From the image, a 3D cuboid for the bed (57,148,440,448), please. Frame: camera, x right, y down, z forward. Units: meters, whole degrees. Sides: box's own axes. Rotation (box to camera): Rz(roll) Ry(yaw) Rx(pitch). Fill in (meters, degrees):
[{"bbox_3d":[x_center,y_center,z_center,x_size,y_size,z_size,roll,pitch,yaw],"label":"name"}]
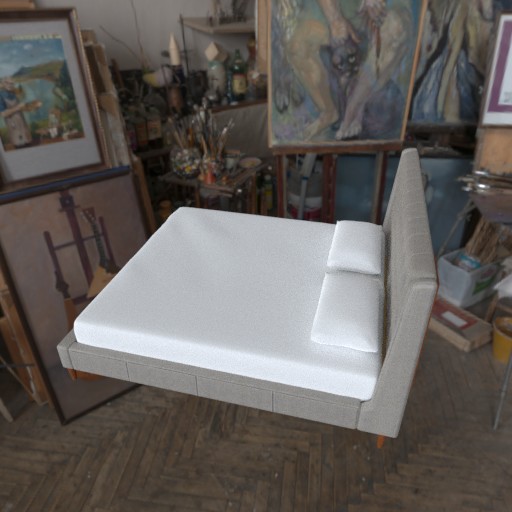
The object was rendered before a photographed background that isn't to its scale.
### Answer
[{"bbox_3d":[0.000,0.000,3.502,2.342,1.289,2.062,8,33,12],"label":"bed"}]
